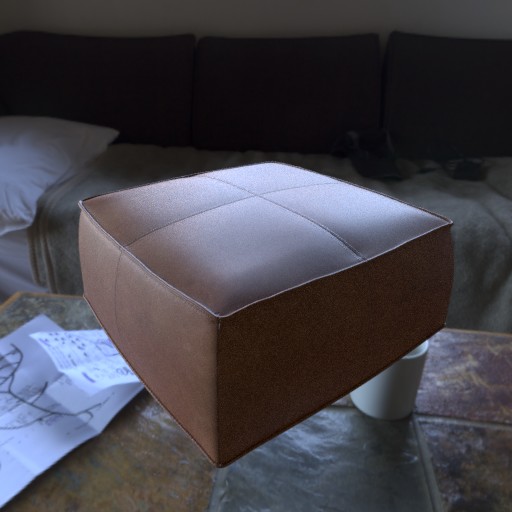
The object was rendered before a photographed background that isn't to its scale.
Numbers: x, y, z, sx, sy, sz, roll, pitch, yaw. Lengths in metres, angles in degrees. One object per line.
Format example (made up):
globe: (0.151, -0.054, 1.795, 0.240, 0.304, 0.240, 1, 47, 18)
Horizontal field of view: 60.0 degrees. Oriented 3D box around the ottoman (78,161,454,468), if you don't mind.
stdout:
ottoman: (0.000, 0.000, 1.366, 0.901, 0.395, 0.902, -19, 32, -33)
